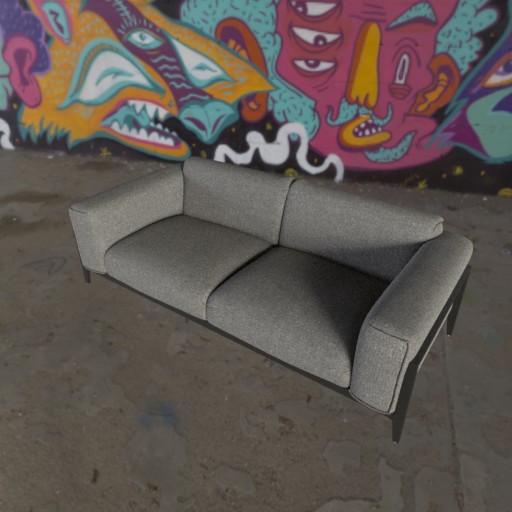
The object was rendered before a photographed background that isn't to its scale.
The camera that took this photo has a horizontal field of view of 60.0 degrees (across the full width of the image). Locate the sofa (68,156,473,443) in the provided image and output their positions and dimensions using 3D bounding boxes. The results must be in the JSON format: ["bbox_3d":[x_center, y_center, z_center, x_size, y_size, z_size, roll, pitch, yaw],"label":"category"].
[{"bbox_3d":[0.000,0.000,2.558,2.125,0.703,0.985,20,36,30],"label":"sofa"}]
